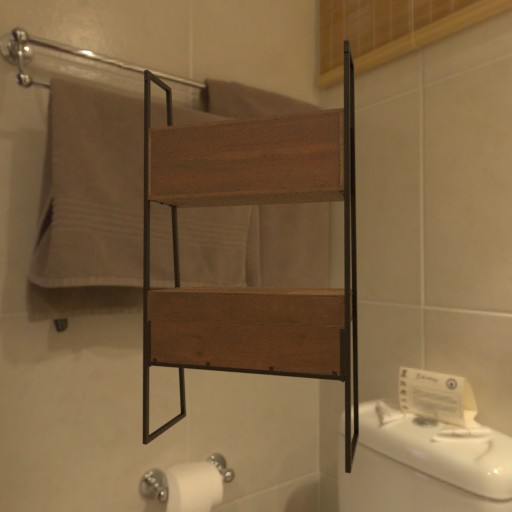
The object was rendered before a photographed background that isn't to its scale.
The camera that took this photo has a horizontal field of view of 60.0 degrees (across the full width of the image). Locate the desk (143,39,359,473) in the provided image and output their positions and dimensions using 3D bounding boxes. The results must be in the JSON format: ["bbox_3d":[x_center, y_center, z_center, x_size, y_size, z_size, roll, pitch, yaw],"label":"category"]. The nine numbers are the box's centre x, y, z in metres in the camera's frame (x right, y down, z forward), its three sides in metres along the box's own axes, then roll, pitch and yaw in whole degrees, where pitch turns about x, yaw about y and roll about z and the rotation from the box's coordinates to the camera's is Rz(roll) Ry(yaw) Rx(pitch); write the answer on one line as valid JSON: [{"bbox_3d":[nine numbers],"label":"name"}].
[{"bbox_3d":[0.000,0.000,2.234,0.982,1.809,0.515,0,-1,18],"label":"desk"}]
